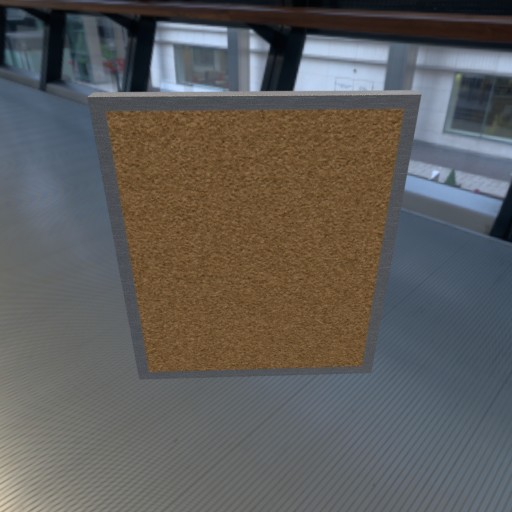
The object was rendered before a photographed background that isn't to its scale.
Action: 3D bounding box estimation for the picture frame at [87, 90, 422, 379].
[{"bbox_3d":[0.000,0.000,0.540,0.327,0.378,0.027,-1,30,-2],"label":"picture frame"}]
